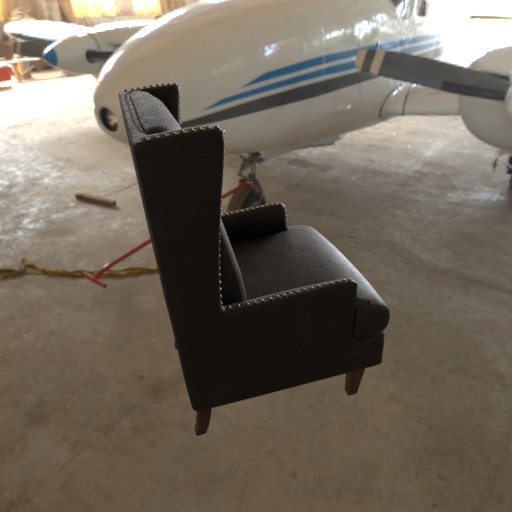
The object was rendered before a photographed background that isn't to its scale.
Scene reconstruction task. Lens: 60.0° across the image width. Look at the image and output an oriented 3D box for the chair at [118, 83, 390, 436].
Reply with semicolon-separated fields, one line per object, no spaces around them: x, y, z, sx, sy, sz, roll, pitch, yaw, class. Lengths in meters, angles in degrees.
0.000;0.000;1.651;0.799;1.142;0.703;-9;31;-15;chair
